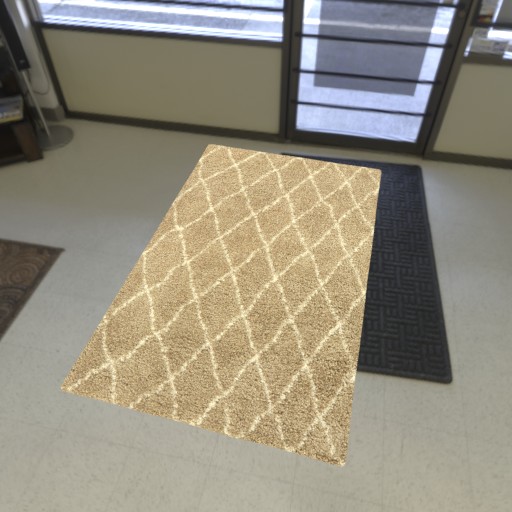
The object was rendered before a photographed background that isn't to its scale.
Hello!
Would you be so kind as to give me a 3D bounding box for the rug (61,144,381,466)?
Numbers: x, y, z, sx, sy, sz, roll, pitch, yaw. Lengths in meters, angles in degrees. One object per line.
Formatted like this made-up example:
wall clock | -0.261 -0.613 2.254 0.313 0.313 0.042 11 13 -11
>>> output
rug | 0.000 0.000 3.041 1.524 0.030 2.438 11 48 10
